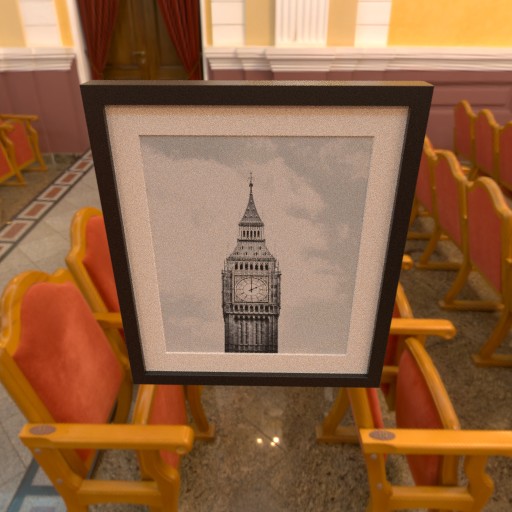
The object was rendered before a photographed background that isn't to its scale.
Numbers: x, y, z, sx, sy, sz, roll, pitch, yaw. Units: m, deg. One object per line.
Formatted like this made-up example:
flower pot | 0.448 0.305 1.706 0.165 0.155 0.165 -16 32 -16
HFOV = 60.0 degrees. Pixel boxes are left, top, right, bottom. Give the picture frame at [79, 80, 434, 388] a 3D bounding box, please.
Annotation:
picture frame | 0.000 0.000 0.515 0.328 0.378 0.034 1 29 1
